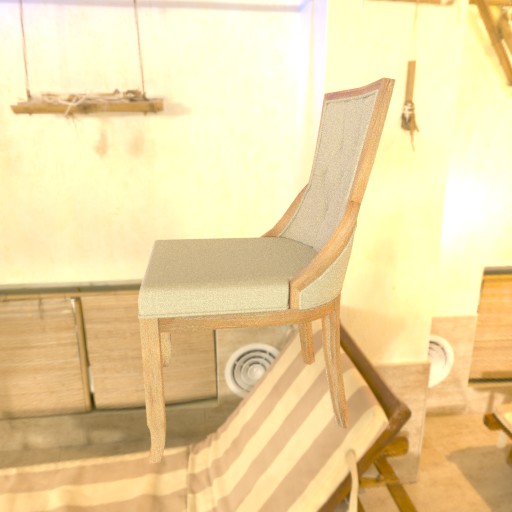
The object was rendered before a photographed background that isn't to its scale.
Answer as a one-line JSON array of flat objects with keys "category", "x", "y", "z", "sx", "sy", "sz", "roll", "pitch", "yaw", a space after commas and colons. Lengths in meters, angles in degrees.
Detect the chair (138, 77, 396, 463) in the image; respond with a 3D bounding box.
[{"category": "chair", "x": 0.000, "y": 0.000, "z": 1.311, "sx": 0.641, "sy": 0.947, "sz": 0.524, "roll": -2, "pitch": 16, "yaw": -8}]
